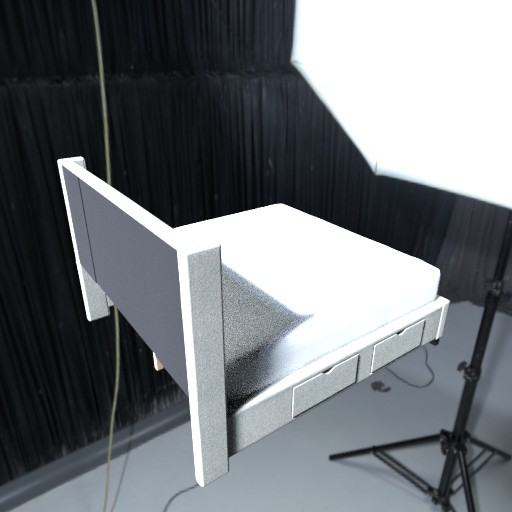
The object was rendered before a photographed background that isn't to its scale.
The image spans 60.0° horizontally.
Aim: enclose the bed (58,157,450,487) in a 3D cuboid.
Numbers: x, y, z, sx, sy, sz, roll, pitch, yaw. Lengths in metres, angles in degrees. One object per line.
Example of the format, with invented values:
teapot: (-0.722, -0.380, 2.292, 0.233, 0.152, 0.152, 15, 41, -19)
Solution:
bed: (0.000, 0.000, 3.566, 2.280, 1.470, 2.140, -17, 30, -32)
